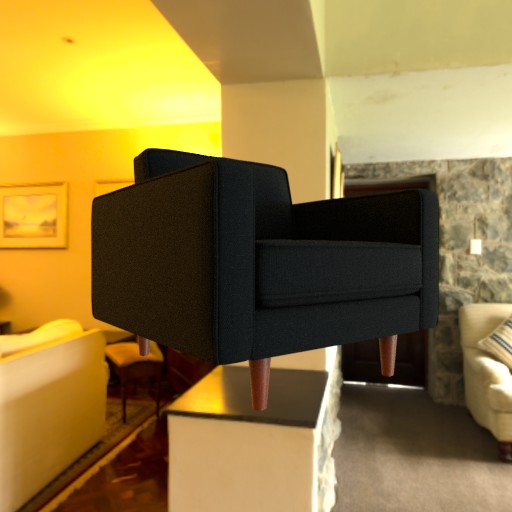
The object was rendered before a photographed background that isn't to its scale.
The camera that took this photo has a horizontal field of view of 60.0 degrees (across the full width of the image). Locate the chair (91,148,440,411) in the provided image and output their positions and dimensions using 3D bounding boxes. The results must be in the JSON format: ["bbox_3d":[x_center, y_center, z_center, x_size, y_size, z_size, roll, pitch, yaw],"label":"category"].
[{"bbox_3d":[0.000,0.000,1.566,0.899,0.770,0.920,0,0,-37],"label":"chair"}]
